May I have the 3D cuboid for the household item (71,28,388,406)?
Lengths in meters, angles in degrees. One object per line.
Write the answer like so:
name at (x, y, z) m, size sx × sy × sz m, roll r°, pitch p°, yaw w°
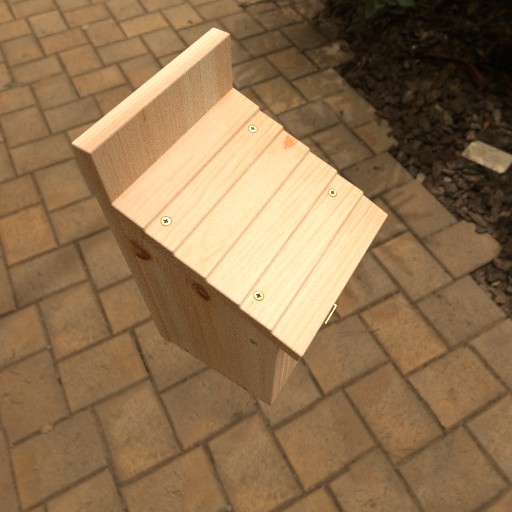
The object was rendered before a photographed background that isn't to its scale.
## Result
household item at (0.000, 0.000, 0.400) m, size 0.171 × 0.300 × 0.149 m, roll 28°, pitch 62°, yaw 17°
